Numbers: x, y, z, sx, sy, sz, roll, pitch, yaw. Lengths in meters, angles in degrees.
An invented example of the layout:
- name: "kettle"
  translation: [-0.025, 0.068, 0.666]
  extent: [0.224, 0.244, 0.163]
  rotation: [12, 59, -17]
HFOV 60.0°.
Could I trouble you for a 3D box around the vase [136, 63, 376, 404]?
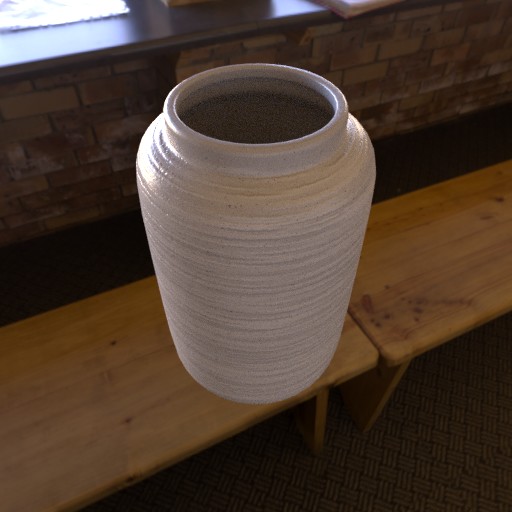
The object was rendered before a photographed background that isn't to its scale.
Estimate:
- name: "vase"
  translation: [0.000, 0.000, 0.452]
  extent: [0.202, 0.335, 0.202]
  rotation: [0, 46, 0]
